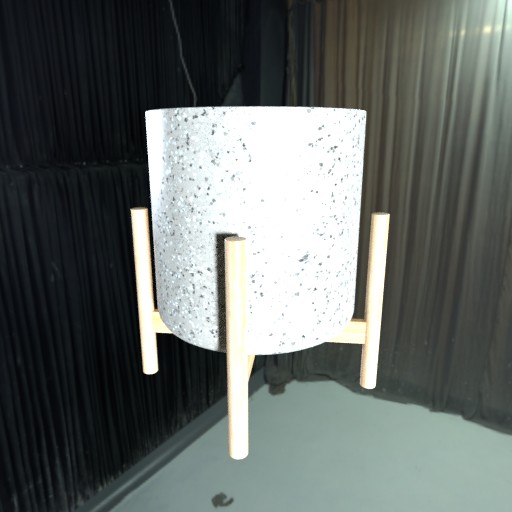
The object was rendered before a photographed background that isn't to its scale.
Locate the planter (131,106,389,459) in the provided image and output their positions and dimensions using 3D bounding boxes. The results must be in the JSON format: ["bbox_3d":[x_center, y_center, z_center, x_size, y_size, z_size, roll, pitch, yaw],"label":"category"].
[{"bbox_3d":[0.000,0.000,0.681,0.360,0.419,0.360,9,18,28],"label":"planter"}]
